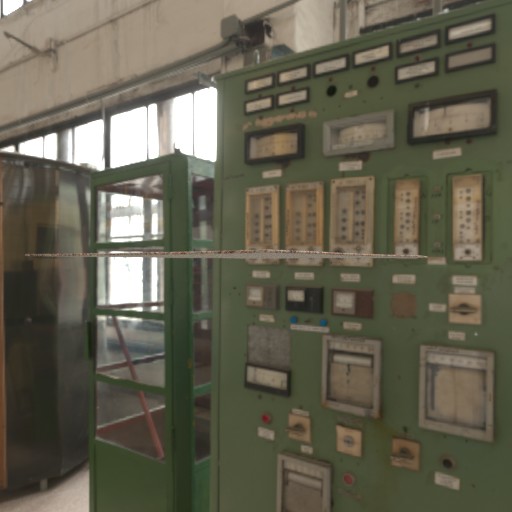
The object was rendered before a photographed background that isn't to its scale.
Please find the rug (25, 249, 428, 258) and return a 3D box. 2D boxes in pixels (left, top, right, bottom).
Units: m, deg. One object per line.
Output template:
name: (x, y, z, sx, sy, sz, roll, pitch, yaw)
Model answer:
rug: (0.000, 0.000, 4.282, 2.436, 0.024, 3.226, -1, -1, 35)
